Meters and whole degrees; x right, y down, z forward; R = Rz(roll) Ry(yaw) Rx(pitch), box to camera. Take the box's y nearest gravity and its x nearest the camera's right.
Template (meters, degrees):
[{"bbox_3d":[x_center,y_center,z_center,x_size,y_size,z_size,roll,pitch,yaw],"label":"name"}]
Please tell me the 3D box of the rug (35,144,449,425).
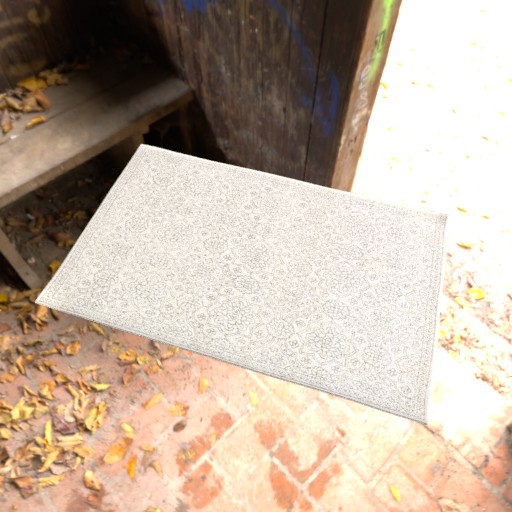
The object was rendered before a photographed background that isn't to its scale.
[{"bbox_3d":[0.000,0.000,2.378,1.947,0.023,1.214,15,58,10],"label":"rug"}]
